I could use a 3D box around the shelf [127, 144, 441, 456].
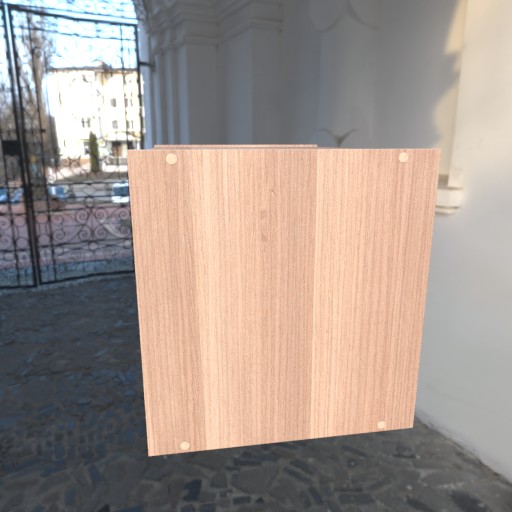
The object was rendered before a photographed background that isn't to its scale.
[{"bbox_3d":[0.000,0.000,0.635,0.290,0.305,0.415,-2,15,-9],"label":"shelf"}]
